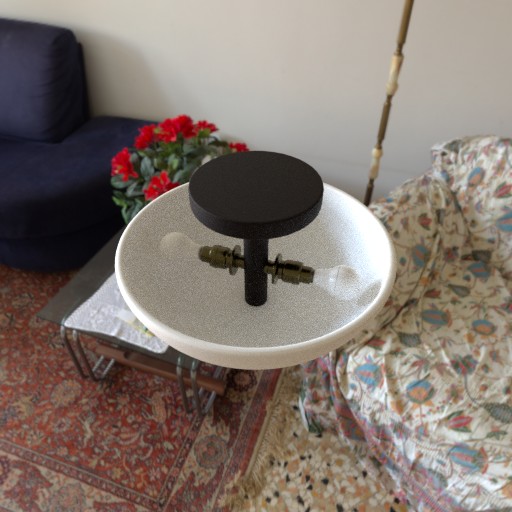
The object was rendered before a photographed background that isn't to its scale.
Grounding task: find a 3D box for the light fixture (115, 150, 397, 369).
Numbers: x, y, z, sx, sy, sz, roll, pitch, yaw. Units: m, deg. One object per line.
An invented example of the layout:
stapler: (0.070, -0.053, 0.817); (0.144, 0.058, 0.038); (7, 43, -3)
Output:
light fixture: (0.000, 0.000, 0.548); (0.331, 0.212, 0.331); (0, 41, 0)
